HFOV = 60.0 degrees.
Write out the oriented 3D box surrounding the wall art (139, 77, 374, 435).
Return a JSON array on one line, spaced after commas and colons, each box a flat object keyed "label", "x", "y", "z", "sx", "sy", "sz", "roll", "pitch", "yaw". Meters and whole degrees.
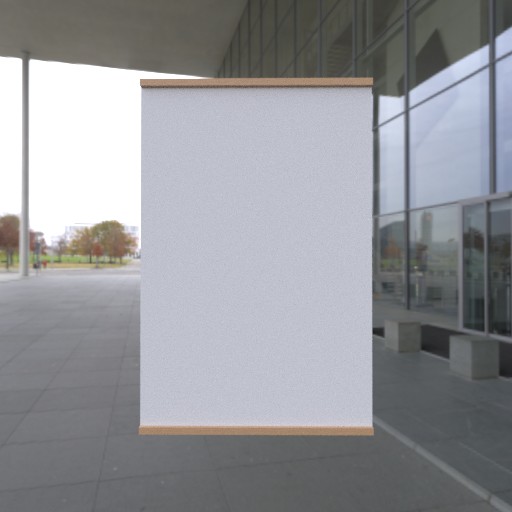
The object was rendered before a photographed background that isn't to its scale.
[{"label": "wall art", "x": 0.000, "y": 0.000, "z": 0.767, "sx": 0.401, "sy": 0.611, "sz": 0.016, "roll": 0, "pitch": 0, "yaw": 1}]
